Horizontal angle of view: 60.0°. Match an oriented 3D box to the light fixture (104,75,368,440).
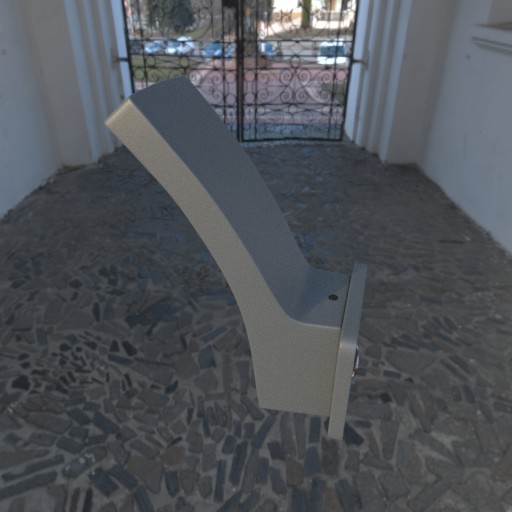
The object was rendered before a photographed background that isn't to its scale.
[{"bbox_3d":[0.000,0.000,0.335,0.174,0.243,0.108,8,32,14],"label":"light fixture"}]
